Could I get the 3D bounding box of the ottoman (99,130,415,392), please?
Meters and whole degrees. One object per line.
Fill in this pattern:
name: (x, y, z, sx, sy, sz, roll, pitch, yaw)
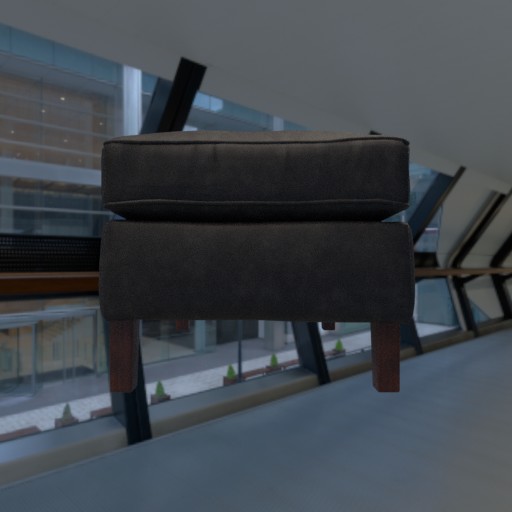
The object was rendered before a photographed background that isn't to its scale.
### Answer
ottoman: (0.000, 0.000, 0.968, 0.501, 0.413, 0.665, 0, 0, 0)
